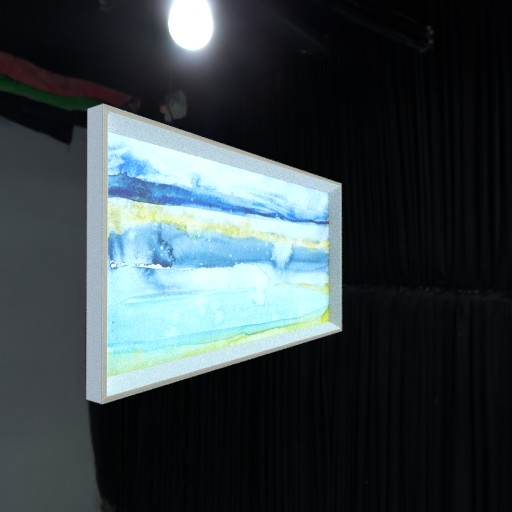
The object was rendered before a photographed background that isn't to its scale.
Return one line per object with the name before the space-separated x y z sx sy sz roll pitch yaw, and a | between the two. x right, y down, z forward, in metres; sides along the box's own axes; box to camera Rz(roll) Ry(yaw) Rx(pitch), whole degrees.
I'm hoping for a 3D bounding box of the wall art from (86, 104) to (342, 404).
wall art | 0.000 0.000 0.977 0.038 0.431 0.812 0 -1 35
